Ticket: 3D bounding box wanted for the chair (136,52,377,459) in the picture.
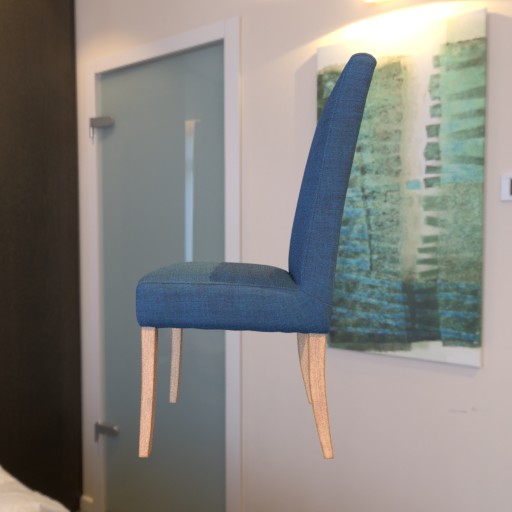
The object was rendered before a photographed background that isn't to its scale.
[{"bbox_3d":[0.000,0.000,1.326,0.610,1.029,0.450,0,3,1],"label":"chair"}]
